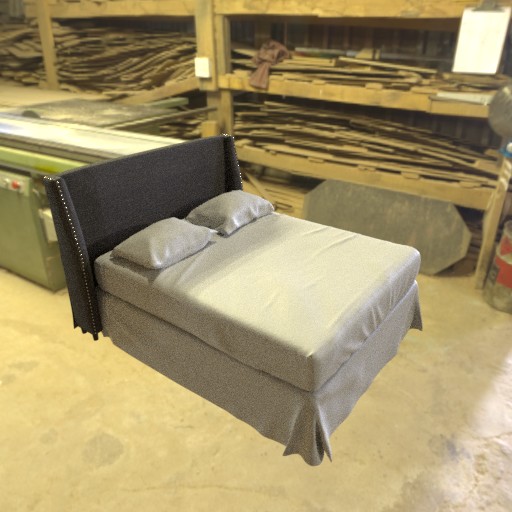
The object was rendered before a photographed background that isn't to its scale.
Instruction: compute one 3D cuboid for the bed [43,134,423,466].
[{"bbox_3d":[0.000,0.000,3.397,2.276,1.332,1.925,18,32,33],"label":"bed"}]
